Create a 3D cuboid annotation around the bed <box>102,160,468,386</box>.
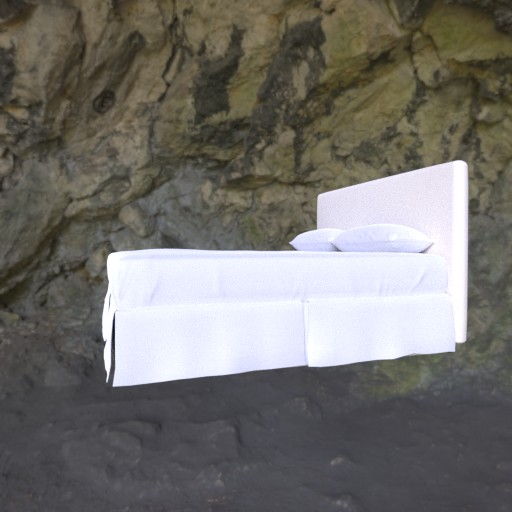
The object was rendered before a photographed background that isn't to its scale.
[{"bbox_3d":[0.000,0.000,3.566,2.341,1.317,2.119,0,1,-19],"label":"bed"}]
